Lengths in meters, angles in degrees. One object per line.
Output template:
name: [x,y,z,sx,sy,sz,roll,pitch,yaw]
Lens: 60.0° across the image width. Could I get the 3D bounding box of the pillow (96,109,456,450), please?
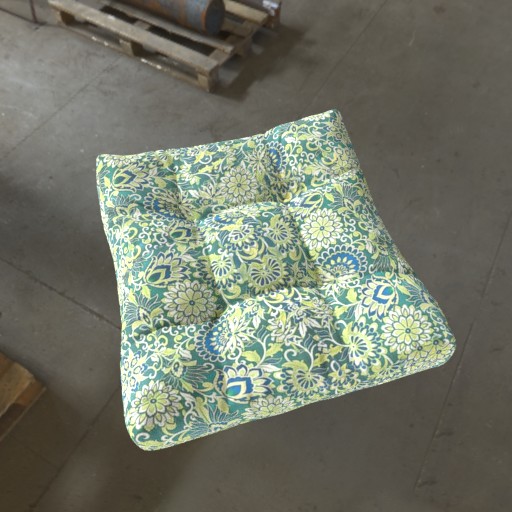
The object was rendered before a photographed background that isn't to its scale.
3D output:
pillow: [0.000,0.000,0.720,0.468,0.128,0.490,-13,60,-8]
